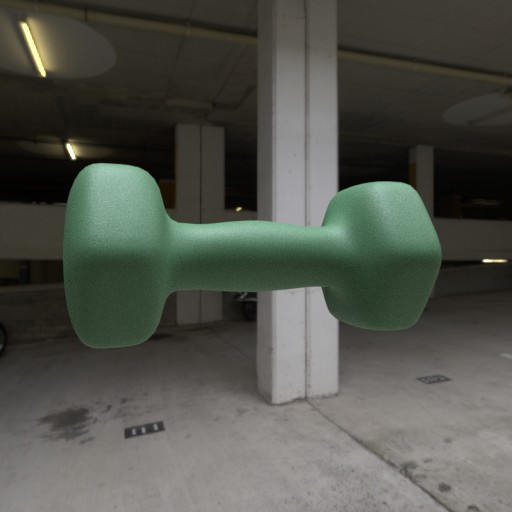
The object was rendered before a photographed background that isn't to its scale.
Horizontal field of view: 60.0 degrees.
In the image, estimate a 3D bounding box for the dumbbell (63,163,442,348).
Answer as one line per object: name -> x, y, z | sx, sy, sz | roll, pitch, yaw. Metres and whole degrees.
dumbbell -> 0.000, 0.000, 0.324 | 0.257, 0.114, 0.126 | 0, 0, -18
